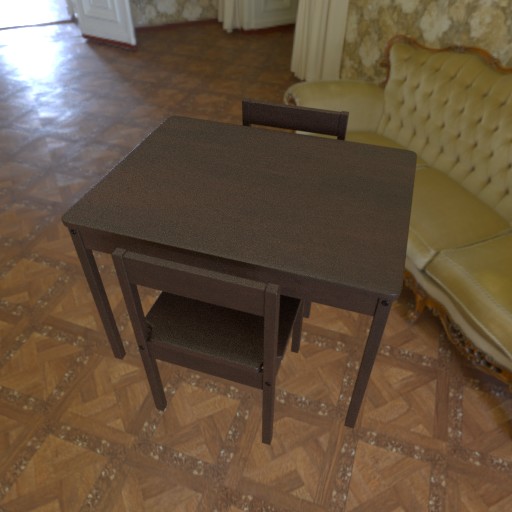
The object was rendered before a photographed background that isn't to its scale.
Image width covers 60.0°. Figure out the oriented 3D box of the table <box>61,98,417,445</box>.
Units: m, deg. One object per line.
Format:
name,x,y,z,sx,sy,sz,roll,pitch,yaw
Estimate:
table,0.000,0.000,1.101,0.650,0.503,0.672,12,44,13
